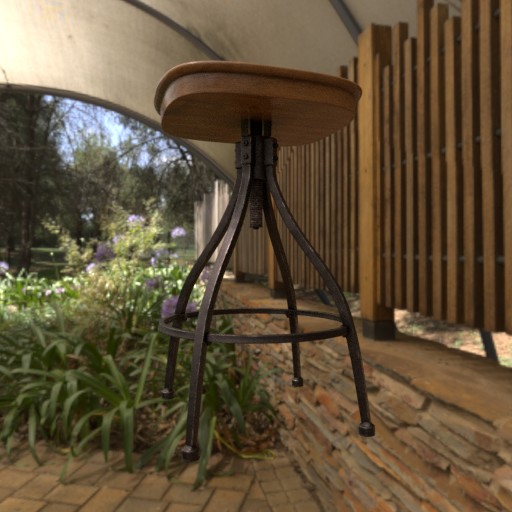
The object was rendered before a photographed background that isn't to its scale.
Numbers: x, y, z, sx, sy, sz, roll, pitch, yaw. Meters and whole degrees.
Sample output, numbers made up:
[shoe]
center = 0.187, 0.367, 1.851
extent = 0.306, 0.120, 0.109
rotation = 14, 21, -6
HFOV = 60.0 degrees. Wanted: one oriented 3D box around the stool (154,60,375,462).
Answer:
[stool]
center = 0.000, 0.000, 0.977
extent = 0.432, 0.694, 0.424
rotation = 0, 0, -18
